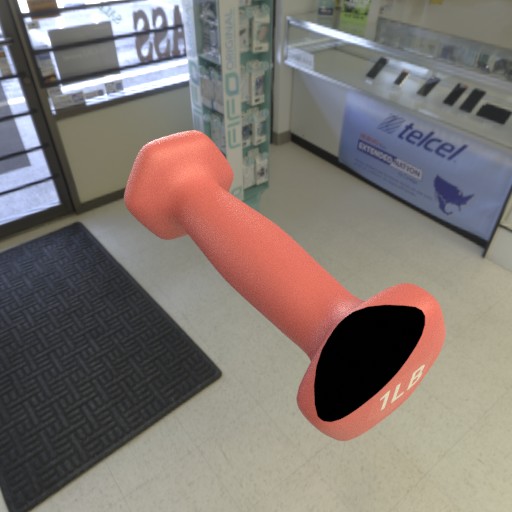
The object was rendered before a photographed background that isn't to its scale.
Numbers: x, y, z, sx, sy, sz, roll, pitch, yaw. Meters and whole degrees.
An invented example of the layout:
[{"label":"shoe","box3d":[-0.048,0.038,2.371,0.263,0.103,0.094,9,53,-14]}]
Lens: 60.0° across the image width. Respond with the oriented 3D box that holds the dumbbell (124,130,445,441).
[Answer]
[{"label":"dumbbell","box3d":[0.000,0.000,0.146,0.047,0.043,0.123,-24,46,-26]}]
